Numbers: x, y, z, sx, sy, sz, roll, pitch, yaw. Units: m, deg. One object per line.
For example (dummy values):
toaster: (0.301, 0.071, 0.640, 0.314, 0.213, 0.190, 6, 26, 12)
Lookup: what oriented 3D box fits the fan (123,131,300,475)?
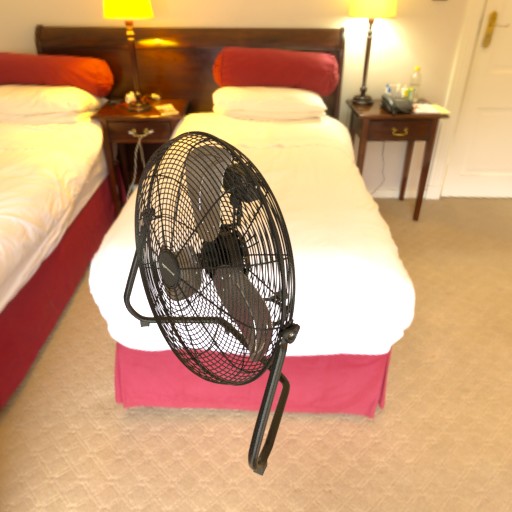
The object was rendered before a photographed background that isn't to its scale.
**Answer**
fan: (0.000, 0.000, 0.932, 0.424, 0.546, 0.555, -21, 38, -30)
